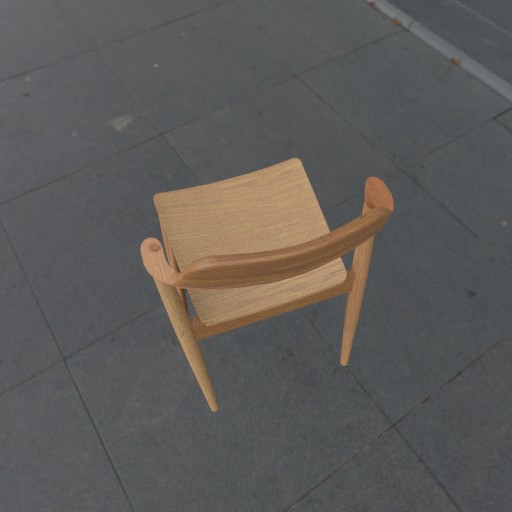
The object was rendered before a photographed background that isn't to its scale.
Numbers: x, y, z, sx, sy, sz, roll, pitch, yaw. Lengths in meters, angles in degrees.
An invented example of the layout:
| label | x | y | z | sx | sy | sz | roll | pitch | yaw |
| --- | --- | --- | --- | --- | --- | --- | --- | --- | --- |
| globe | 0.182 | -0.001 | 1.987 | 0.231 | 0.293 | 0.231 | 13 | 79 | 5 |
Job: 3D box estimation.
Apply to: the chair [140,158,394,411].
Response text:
| label | x | y | z | sx | sy | sz | roll | pitch | yaw |
| --- | --- | --- | --- | --- | --- | --- | --- | --- | --- |
| chair | 0.000 | 0.000 | 1.149 | 0.512 | 0.792 | 0.499 | -16 | 60 | -10 |
